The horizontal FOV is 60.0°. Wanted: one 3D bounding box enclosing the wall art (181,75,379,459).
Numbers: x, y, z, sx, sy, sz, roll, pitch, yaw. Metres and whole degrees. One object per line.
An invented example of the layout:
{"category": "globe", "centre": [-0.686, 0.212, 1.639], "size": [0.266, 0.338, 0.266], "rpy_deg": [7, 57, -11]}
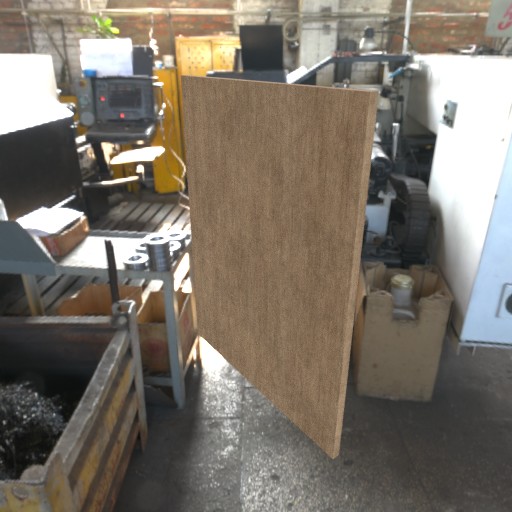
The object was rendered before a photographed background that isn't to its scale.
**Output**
{"category": "wall art", "centre": [0.000, 0.000, 0.934], "size": [0.018, 0.686, 0.534], "rpy_deg": [-17, 30, -33]}
